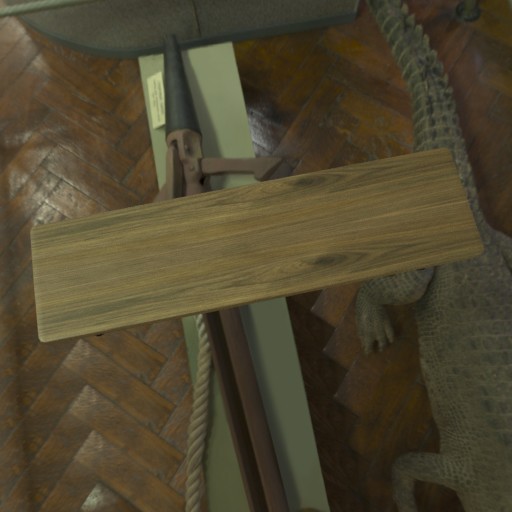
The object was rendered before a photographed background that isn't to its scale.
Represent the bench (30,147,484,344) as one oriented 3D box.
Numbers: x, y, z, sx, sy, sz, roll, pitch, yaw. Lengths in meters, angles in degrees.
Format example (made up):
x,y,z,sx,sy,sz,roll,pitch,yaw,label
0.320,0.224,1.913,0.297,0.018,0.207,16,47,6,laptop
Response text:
x,y,z,sx,sy,sz,roll,pitch,yaw,label
0.000,0.000,1.796,1.570,0.462,0.425,-11,75,-3,bench
